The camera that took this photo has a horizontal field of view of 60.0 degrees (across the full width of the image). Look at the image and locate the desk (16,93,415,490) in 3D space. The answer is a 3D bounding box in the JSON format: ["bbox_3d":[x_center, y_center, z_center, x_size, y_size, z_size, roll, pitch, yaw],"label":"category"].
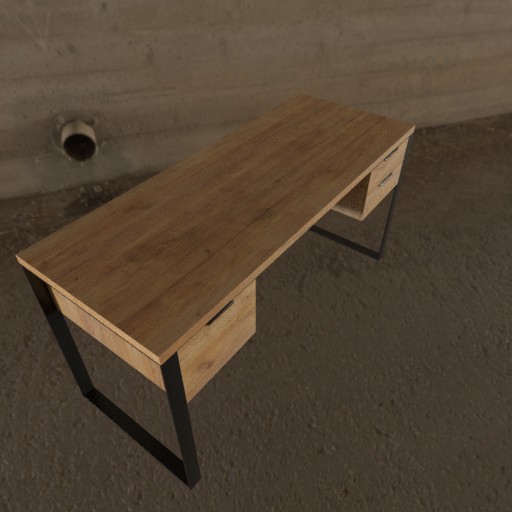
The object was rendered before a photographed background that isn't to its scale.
[{"bbox_3d":[0.000,0.000,1.855,0.600,0.760,1.520,26,48,27],"label":"desk"}]
